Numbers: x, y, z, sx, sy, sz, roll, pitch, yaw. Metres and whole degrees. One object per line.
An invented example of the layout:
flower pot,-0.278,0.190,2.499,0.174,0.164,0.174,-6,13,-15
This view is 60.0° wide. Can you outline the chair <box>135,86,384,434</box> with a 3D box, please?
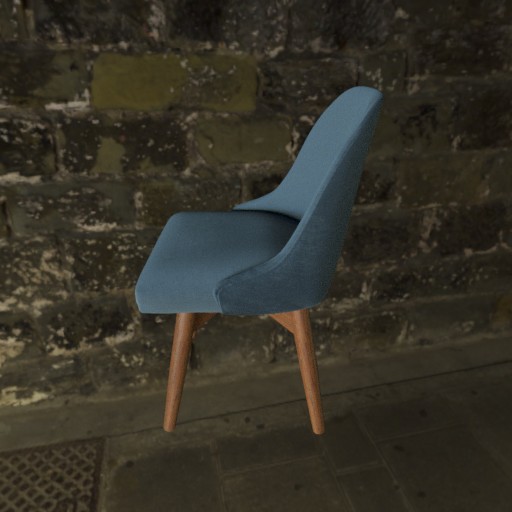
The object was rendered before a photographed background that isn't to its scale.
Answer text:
chair,0.000,0.000,1.249,0.589,0.882,0.503,1,27,1
